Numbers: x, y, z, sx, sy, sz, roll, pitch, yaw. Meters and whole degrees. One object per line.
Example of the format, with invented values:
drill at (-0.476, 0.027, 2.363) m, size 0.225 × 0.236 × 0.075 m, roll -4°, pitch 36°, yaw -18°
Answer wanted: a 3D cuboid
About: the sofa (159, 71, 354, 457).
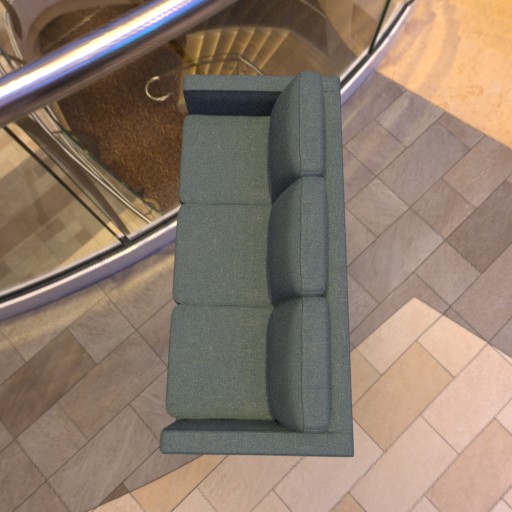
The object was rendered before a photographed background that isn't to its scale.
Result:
sofa at (0.000, 0.000, 2.506) m, size 0.935 × 0.945 × 2.013 m, roll 1°, pitch 76°, yaw 0°
